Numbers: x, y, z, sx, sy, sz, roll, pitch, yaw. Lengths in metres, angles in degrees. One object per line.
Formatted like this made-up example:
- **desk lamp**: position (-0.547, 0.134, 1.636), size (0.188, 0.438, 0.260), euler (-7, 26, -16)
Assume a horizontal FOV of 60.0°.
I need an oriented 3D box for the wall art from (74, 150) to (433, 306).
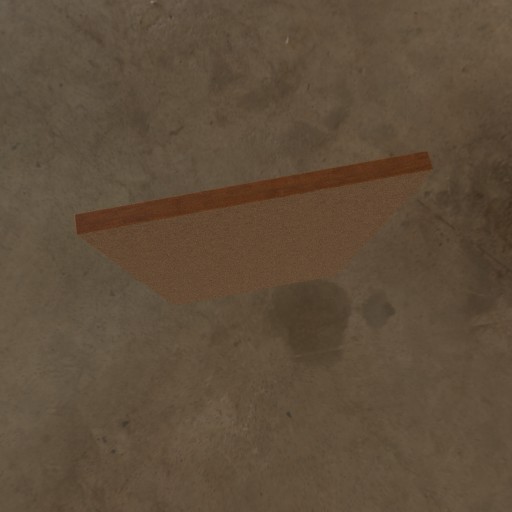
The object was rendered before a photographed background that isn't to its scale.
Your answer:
- **wall art**: position (0.000, 0.000, 1.191), size (0.610, 0.914, 0.037), euler (-11, 77, -3)
